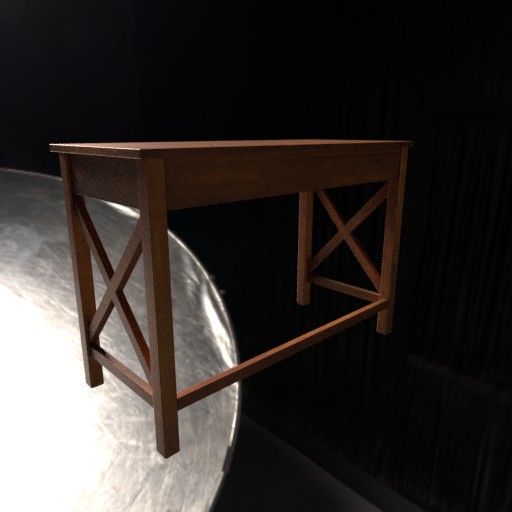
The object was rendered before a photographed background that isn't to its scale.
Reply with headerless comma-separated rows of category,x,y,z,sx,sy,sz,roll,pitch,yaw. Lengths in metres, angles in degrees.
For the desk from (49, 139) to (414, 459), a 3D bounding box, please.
desk,0.000,0.000,1.536,1.117,0.762,0.508,-14,21,-41
